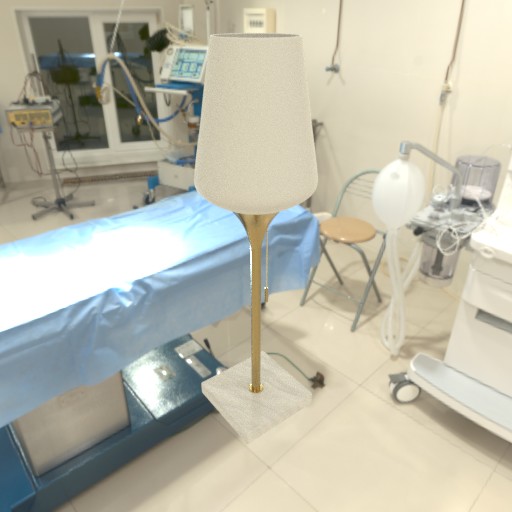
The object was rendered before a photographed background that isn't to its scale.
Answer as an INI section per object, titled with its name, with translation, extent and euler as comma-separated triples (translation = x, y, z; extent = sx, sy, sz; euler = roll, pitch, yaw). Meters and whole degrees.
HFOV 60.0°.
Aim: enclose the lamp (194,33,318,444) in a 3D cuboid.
[lamp]
translation = 0.000, 0.000, 0.715
extent = 0.181, 0.639, 0.181
euler = -20, 35, -32
